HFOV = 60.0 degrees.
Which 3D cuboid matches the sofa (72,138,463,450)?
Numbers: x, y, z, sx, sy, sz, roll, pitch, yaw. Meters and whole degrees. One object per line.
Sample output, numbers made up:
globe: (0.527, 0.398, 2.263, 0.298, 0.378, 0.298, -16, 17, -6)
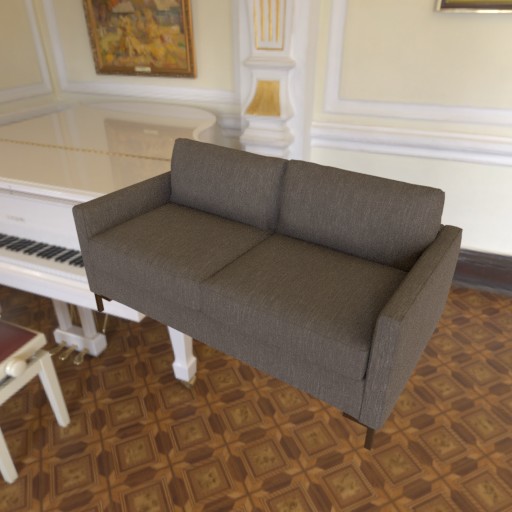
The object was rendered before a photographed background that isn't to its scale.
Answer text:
sofa: (0.000, 0.000, 2.166, 1.682, 0.840, 0.875, 18, 34, 30)
